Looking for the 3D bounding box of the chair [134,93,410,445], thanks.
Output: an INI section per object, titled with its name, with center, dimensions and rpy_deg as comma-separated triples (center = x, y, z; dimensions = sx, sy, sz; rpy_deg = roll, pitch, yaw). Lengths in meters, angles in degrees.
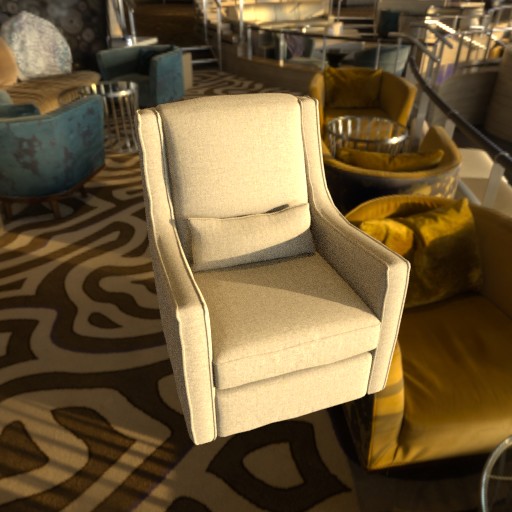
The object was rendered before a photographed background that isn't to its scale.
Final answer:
[chair]
center = 0.000, 0.000, 1.643
dimensions = 0.732, 0.993, 0.879
rpy_deg = -11, 34, -16
